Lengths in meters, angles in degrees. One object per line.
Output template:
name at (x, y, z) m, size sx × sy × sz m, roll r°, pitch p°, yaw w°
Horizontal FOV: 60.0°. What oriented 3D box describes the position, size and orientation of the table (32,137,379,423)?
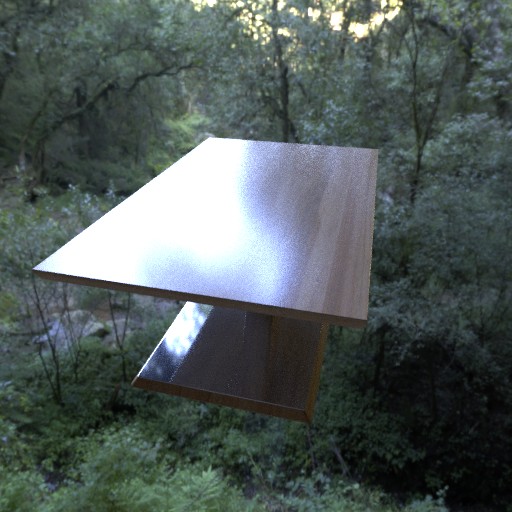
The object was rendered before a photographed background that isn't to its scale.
table at (0.000, 0.000, 1.429) m, size 0.692 × 0.441 × 1.100 m, roll 7°, pitch 30°, yaw 13°
